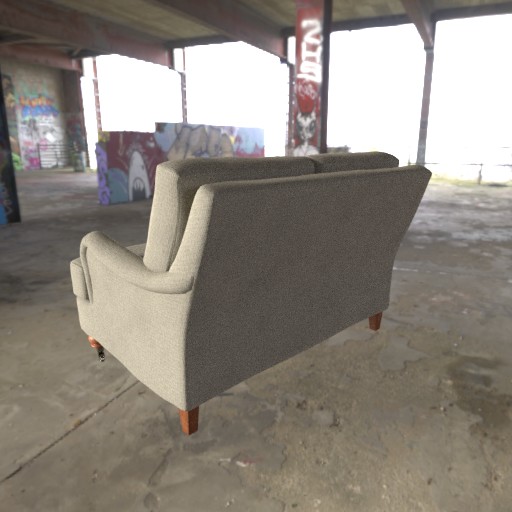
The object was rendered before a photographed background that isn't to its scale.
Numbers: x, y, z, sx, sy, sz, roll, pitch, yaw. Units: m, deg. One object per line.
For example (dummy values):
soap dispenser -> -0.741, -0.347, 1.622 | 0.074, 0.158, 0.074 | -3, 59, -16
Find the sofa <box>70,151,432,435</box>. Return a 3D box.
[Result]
sofa -> 0.000, 0.000, 2.190 | 1.480, 0.999, 1.087 | -14, 21, -43
